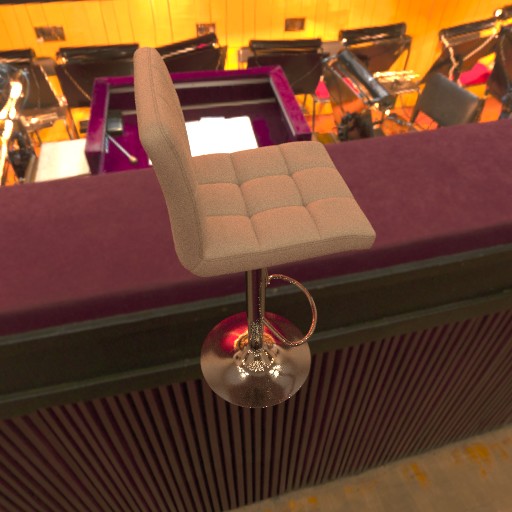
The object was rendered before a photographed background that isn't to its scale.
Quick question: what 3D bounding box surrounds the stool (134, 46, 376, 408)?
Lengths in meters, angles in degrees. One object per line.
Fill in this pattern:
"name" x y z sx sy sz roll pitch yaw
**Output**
"stool" 0.000 0.000 1.317 0.505 1.115 0.430 -9 47 -9
